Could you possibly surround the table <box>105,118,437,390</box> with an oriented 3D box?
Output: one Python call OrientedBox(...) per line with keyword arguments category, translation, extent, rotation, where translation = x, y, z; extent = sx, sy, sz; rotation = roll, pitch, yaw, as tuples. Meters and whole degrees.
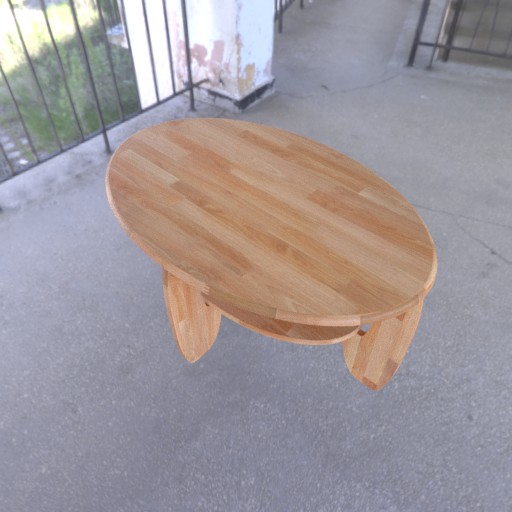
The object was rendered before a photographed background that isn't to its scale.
OrientedBox(category="table", translation=(0.000, 0.000, 1.391), extent=(1.040, 0.490, 0.690), rotation=(33, 54, 27))
